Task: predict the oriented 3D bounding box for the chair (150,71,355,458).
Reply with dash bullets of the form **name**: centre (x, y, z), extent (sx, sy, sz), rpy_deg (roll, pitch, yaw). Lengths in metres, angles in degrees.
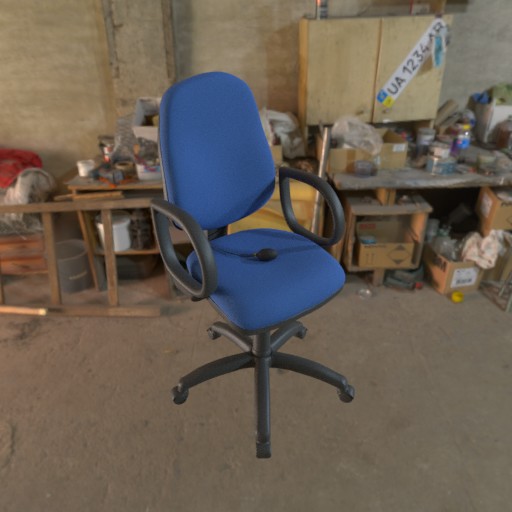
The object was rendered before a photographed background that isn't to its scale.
- **chair**: centre (0.000, 0.000, 1.230), extent (0.552, 0.905, 0.549), rpy_deg (-21, 35, -32)
